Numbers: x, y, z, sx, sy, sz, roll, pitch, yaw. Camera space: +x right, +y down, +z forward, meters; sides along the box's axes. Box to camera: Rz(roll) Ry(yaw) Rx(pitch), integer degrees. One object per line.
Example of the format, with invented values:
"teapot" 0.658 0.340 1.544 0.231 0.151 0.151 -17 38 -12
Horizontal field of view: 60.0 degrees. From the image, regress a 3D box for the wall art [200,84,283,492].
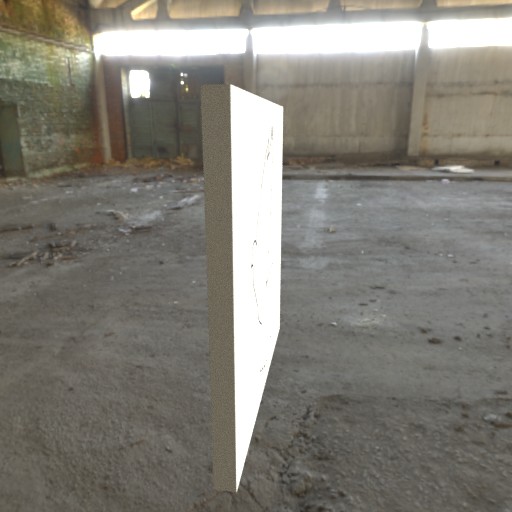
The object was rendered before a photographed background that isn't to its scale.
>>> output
"wall art" 0.000 0.000 0.914 0.038 0.610 0.610 3 16 9
